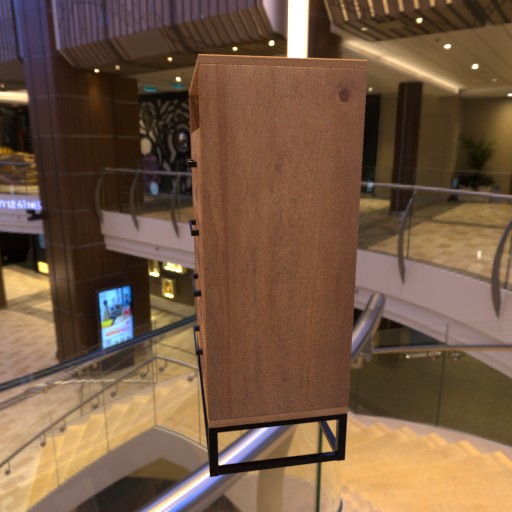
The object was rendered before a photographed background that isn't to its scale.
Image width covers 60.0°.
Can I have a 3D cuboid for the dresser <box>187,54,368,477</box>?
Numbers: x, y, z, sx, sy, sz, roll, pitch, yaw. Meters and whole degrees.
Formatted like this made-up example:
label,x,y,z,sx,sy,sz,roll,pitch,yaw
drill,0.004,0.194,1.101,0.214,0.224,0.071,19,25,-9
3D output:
label,x,y,z,sx,sy,sz,roll,pitch,yaw
dresser,0.000,0.000,1.652,0.479,1.240,0.761,-2,14,-10
